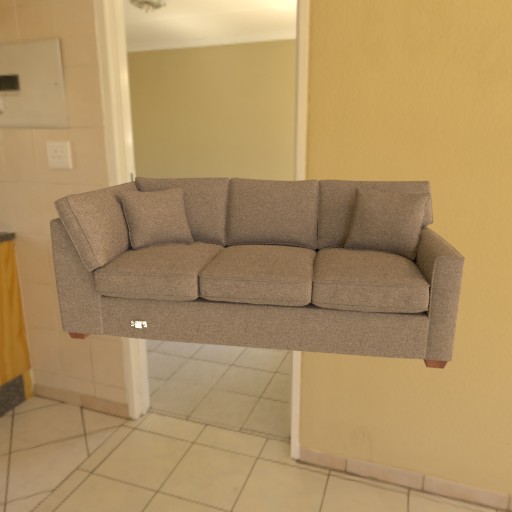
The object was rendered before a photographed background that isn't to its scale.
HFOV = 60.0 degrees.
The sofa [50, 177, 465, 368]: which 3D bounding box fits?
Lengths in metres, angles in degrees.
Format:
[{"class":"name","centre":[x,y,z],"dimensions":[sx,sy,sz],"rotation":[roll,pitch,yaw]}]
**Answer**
[{"class":"sofa","centre":[0.000,0.000,2.916],"dimensions":[2.317,0.962,1.061],"rotation":[2,14,9]}]
